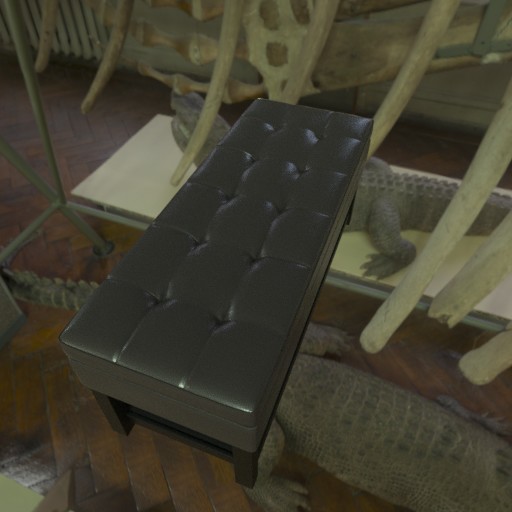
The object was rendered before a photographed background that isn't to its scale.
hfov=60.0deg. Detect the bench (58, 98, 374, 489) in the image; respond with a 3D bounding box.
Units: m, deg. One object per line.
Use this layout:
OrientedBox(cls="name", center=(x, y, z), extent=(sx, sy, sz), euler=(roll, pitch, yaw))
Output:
OrientedBox(cls="bench", center=(0.000, 0.000, 1.322), extent=(0.432, 0.460, 1.105), euler=(16, 48, 15))
